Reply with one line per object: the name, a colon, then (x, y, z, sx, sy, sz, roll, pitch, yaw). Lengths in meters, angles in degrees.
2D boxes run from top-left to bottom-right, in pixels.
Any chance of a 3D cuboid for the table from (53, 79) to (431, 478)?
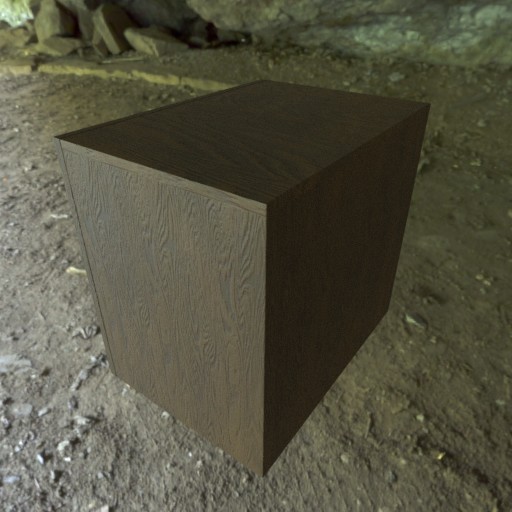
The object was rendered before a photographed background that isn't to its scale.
table: (0.000, 0.000, 0.941, 0.439, 0.585, 0.560, 21, 38, 30)
